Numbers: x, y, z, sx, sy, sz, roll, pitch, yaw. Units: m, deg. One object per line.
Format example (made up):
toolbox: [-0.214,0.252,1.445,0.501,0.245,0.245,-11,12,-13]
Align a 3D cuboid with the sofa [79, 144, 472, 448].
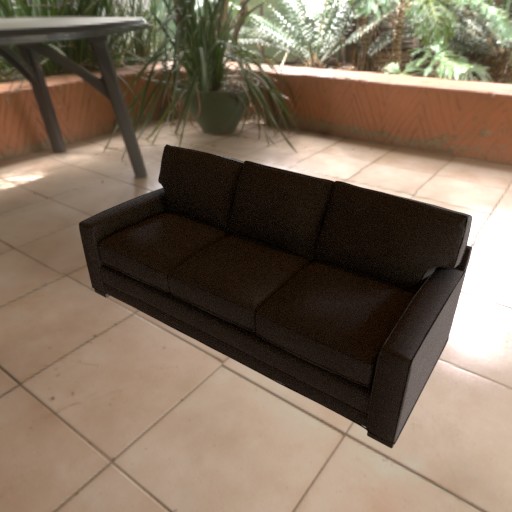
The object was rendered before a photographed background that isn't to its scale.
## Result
sofa: [0.000,0.000,2.887,2.369,0.978,1.004,20,36,30]
